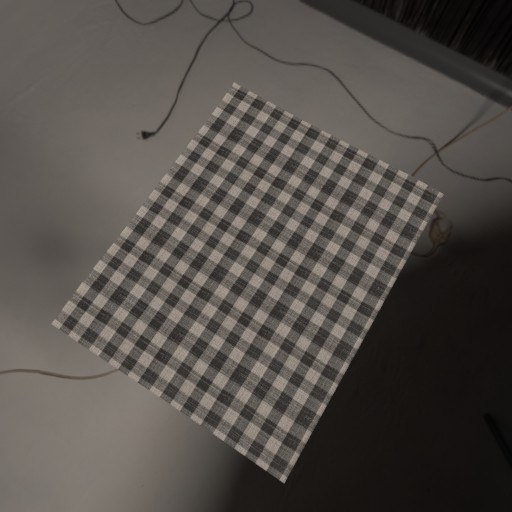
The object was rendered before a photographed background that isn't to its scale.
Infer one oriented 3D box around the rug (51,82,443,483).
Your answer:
[{"bbox_3d":[0.000,0.000,4.142,2.432,0.013,3.021,31,76,9],"label":"rug"}]
